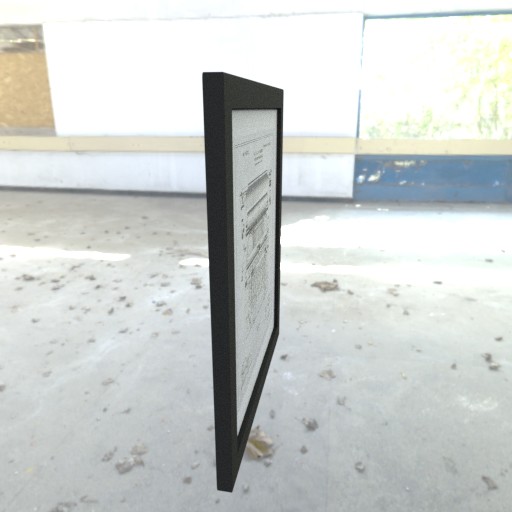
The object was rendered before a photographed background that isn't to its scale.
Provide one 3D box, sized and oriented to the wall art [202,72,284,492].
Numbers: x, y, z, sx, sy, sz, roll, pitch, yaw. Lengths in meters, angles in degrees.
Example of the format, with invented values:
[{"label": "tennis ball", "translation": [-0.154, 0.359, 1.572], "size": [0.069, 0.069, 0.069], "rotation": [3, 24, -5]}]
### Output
[{"label": "wall art", "translation": [0.000, 0.000, 0.700], "size": [0.021, 0.508, 0.432], "rotation": [4, 19, 10]}]
